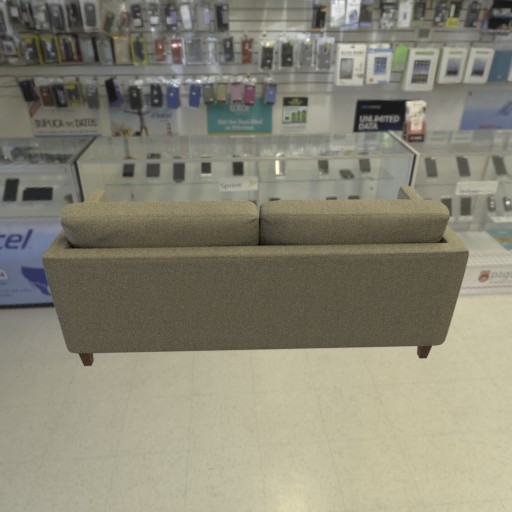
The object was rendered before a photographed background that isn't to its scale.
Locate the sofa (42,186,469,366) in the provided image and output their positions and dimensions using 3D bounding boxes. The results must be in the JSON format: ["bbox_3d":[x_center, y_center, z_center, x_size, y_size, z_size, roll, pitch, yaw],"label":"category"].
[{"bbox_3d":[0.000,0.000,2.779,2.208,0.960,0.956,-1,30,-2],"label":"sofa"}]
